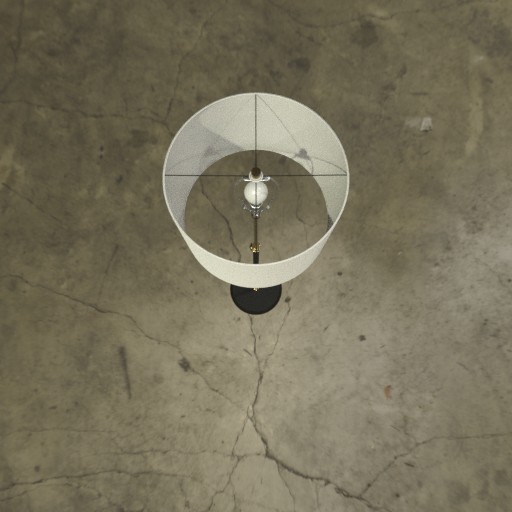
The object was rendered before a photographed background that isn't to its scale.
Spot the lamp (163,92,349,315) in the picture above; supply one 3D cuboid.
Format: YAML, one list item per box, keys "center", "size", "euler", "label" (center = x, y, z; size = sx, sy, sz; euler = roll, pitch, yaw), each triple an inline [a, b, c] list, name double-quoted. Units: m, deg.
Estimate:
- center: [0.000, 0.000, 1.679]
  size: [0.404, 1.517, 0.404]
  euler: [0, 76, 0]
  label: "lamp"
